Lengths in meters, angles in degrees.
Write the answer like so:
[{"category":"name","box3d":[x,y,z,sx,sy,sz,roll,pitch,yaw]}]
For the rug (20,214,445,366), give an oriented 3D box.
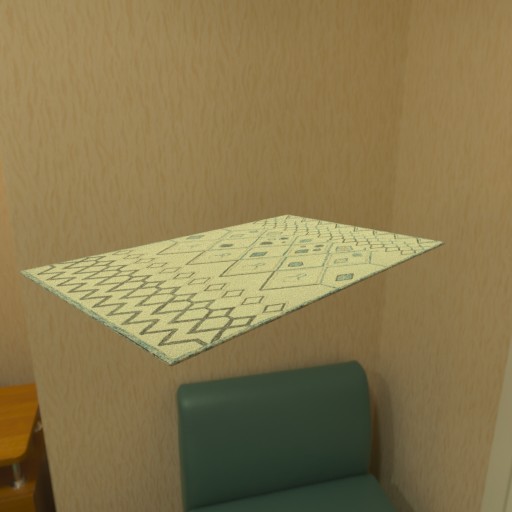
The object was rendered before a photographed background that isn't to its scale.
[{"category":"rug","box3d":[0.000,0.000,2.941,1.524,0.015,2.439,15,22,42]}]
